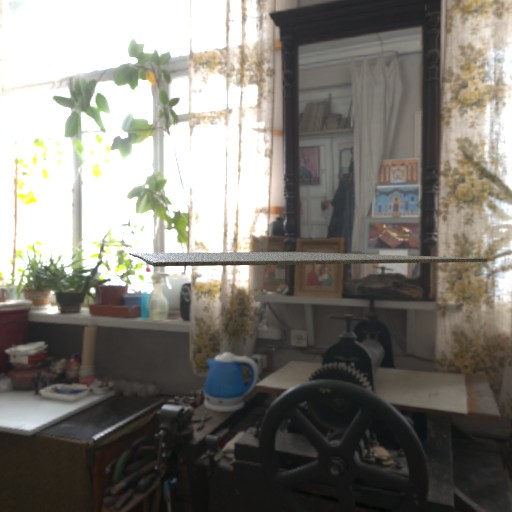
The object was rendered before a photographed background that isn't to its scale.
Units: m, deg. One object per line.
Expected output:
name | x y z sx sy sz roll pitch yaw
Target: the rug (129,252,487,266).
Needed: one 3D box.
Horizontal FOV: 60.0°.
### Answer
rug | 0.000 0.000 2.919 1.532 0.018 2.297 0 1 -18
